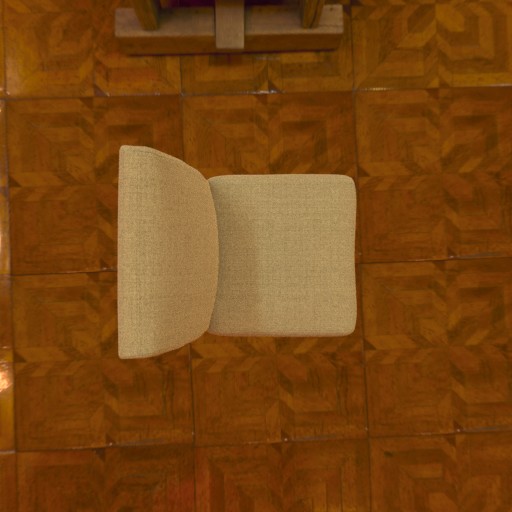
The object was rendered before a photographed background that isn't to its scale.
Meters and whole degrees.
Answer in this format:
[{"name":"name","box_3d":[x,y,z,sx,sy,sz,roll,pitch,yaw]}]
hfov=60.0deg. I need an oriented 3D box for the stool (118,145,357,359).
[{"name":"stool","box_3d":[0.000,0.000,1.399,0.569,1.106,0.483,0,89,-1]}]
